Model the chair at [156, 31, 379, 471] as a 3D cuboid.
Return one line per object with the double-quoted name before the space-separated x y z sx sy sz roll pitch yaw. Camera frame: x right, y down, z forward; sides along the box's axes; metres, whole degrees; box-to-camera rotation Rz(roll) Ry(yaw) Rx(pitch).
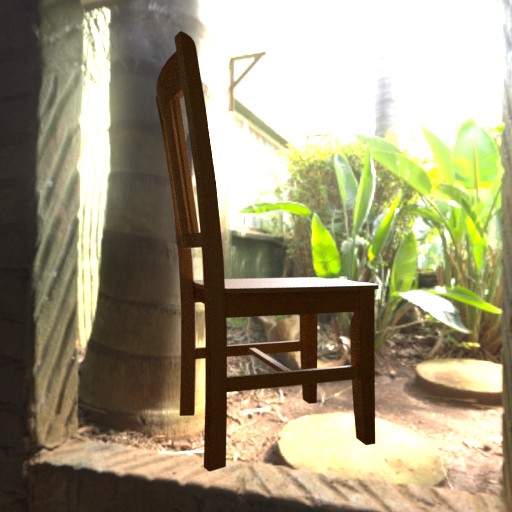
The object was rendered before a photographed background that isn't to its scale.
"chair" 0.000 0.000 1.275 0.556 0.998 0.450 0 0 -19
